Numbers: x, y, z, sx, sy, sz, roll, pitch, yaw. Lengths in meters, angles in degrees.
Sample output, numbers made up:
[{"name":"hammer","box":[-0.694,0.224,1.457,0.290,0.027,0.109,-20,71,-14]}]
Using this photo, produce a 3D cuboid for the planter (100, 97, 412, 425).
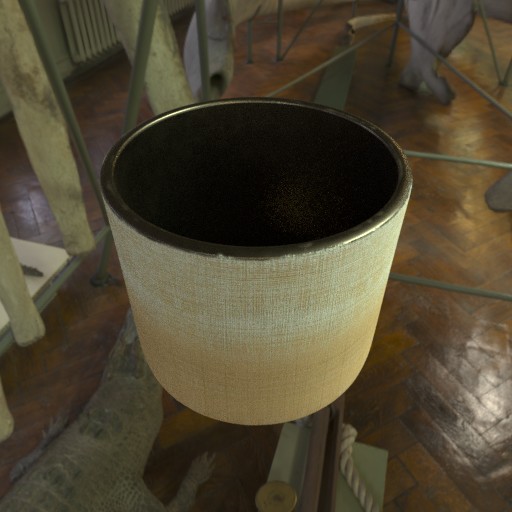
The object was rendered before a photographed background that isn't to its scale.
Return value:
[{"name":"planter","box":[0.000,0.000,0.436,0.254,0.221,0.254,0,42,0]}]
